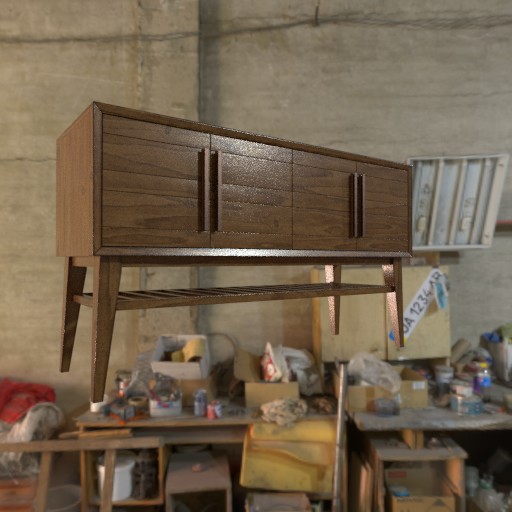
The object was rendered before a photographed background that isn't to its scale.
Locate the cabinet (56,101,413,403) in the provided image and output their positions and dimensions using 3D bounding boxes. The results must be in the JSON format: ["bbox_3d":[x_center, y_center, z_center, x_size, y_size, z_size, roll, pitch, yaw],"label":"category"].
[{"bbox_3d":[0.000,0.000,1.736,1.363,0.802,0.477,0,-1,-35],"label":"cabinet"}]
